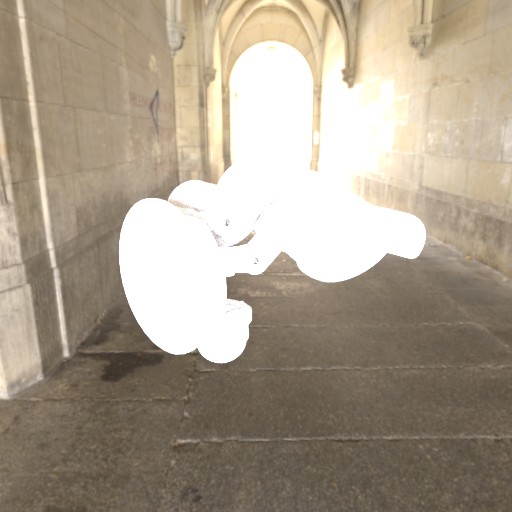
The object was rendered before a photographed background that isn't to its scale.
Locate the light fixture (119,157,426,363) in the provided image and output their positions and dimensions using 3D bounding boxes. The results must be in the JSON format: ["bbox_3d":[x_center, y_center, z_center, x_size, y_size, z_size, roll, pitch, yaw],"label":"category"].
[{"bbox_3d":[0.000,0.000,0.545,0.369,0.237,0.278,14,21,43],"label":"light fixture"}]
